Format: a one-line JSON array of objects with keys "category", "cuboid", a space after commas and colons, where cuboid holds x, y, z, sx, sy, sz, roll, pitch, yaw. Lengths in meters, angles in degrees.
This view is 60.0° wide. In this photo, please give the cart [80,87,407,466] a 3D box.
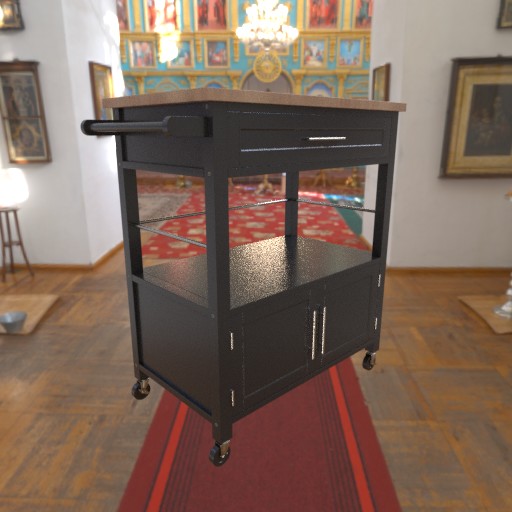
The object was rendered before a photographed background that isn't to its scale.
[{"category": "cart", "cuboid": [0.000, 0.000, 1.358, 0.840, 0.901, 0.459, -14, 21, -41]}]
